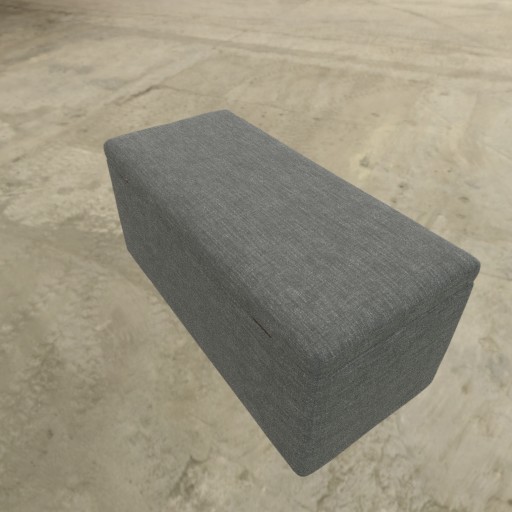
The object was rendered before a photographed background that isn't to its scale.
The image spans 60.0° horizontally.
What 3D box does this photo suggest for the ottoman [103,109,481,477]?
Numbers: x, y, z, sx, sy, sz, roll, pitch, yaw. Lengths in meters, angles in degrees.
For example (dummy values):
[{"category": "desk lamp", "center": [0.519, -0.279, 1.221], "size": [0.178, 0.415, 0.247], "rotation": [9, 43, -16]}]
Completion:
[{"category": "ottoman", "center": [0.000, 0.000, 1.111], "size": [0.419, 0.432, 0.902], "rotation": [-24, 45, -26]}]
